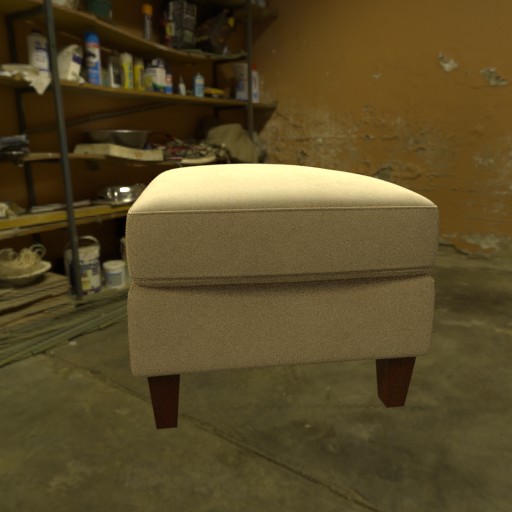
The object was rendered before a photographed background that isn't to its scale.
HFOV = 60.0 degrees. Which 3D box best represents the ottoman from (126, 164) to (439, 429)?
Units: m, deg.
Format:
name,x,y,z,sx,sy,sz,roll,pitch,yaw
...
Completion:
name,x,y,z,sx,sy,sz,roll,pitch,yaw
ottoman,0.000,0.000,1.202,0.584,0.483,0.864,-2,14,-9
